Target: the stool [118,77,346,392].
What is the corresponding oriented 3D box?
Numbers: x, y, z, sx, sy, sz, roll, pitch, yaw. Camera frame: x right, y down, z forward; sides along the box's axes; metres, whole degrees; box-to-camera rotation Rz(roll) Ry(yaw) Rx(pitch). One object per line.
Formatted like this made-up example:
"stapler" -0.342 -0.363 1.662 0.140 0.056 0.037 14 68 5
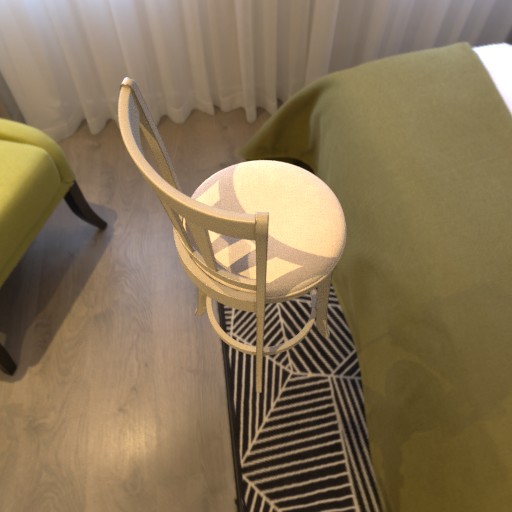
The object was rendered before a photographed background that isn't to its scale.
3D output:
"stool" 0.000 0.000 1.239 0.475 1.042 0.436 -34 64 -19
